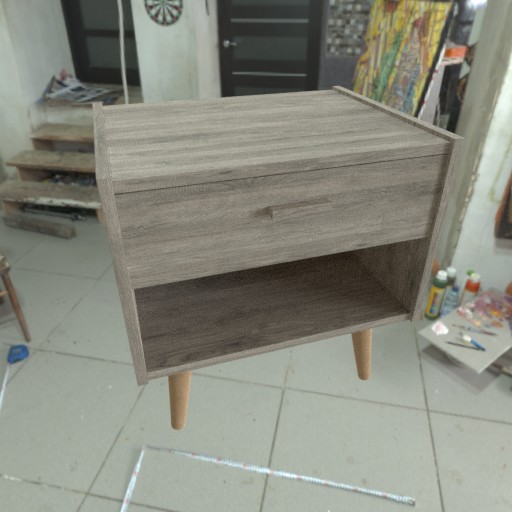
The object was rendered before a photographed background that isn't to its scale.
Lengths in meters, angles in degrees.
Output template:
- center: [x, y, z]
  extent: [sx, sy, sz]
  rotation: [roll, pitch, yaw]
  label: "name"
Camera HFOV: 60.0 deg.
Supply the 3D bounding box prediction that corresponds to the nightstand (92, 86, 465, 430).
- center: [0.000, 0.000, 0.819]
  extent: [0.480, 0.500, 0.380]
  rotation: [-10, 33, -15]
  label: "nightstand"
